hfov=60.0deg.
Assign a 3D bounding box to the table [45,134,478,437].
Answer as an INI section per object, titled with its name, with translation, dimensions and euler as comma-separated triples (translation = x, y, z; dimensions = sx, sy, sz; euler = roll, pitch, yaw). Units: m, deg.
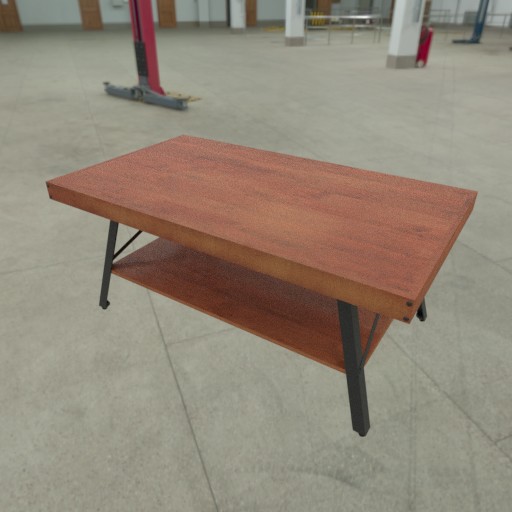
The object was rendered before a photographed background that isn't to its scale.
[table]
translation = 0.000, 0.000, 1.371
dimensions = 1.067, 0.457, 0.610
euler = 18, 35, 28
